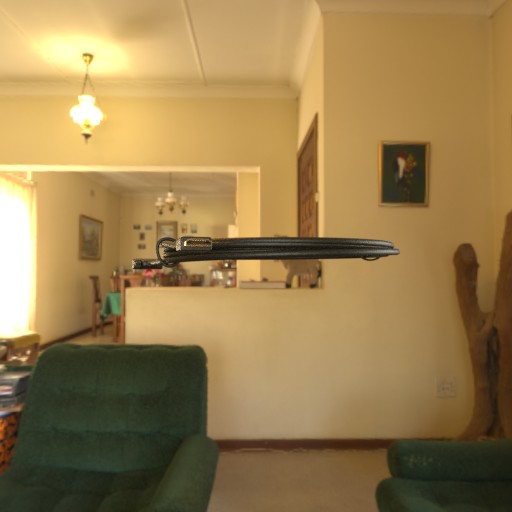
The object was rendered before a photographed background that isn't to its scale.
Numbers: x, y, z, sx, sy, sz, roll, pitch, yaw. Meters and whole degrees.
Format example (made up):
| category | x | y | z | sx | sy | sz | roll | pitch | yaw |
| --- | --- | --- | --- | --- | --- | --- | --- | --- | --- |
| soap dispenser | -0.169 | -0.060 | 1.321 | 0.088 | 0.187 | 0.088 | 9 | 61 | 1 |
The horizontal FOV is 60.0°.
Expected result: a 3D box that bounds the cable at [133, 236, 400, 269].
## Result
| category | x | y | z | sx | sy | sz | roll | pitch | yaw |
| --- | --- | --- | --- | --- | --- | --- | --- | --- | --- |
| cable | 0.000 | 0.000 | 0.503 | 0.257 | 0.030 | 0.422 | 1 | -2 | -17 |
